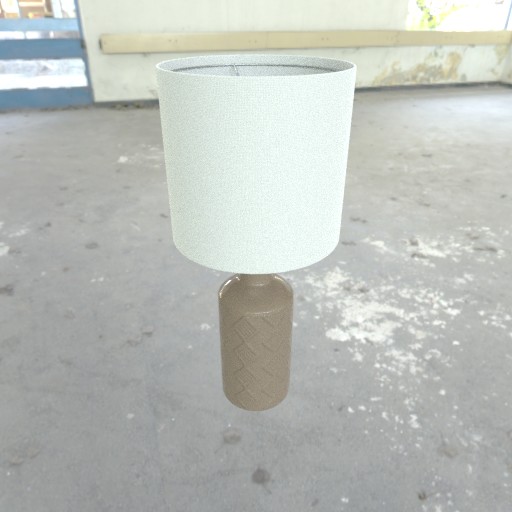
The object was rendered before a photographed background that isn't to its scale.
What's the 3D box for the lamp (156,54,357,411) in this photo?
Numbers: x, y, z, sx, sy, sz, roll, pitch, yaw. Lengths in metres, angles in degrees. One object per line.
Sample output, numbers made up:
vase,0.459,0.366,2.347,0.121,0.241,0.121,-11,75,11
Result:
lamp,0.000,0.000,0.576,0.207,0.461,0.207,-8,30,-14
